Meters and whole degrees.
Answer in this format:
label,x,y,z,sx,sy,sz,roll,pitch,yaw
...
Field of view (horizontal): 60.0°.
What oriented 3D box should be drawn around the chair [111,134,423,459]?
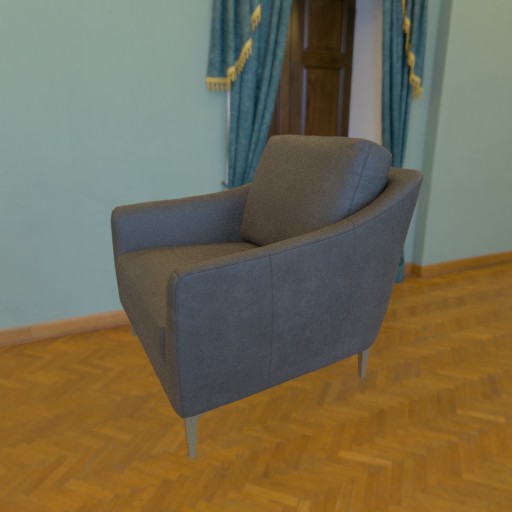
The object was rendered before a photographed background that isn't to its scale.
label,x,y,z,sx,sy,sz,roll,pitch,yaw
chair,0.000,0.000,1.727,0.961,0.901,0.988,-8,19,-25
